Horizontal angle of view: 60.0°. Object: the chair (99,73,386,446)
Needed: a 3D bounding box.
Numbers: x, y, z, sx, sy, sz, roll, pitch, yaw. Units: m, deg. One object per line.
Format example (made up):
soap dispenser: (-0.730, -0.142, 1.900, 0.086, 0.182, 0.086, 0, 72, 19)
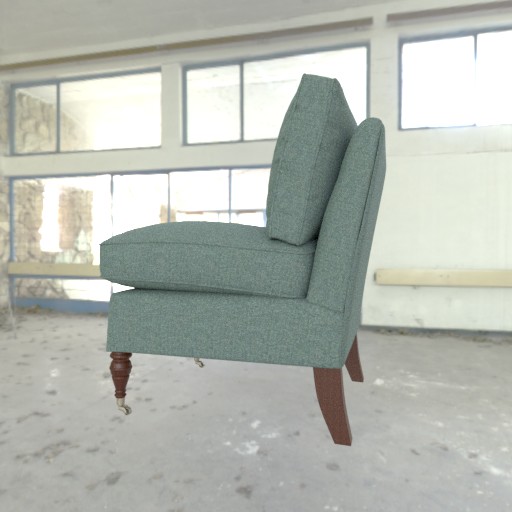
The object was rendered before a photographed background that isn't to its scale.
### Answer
chair: (0.000, 0.000, 1.421, 0.796, 0.901, 0.624, 0, 1, 17)
